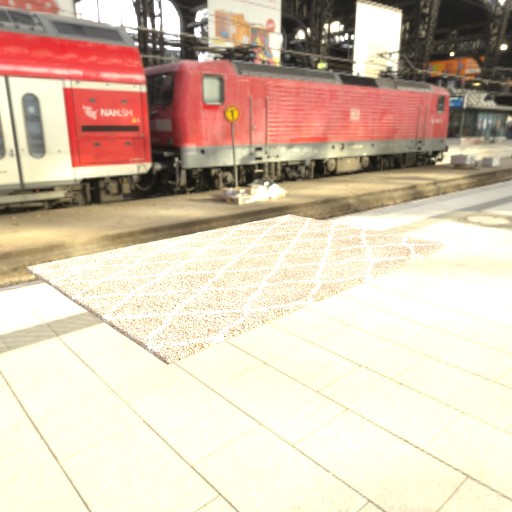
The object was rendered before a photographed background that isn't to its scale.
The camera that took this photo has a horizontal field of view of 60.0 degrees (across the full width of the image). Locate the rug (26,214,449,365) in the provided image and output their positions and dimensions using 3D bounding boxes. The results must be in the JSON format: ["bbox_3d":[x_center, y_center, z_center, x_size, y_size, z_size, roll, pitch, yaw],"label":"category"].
[{"bbox_3d":[0.000,0.000,3.377,2.743,0.030,1.778,-15,22,-42],"label":"rug"}]
